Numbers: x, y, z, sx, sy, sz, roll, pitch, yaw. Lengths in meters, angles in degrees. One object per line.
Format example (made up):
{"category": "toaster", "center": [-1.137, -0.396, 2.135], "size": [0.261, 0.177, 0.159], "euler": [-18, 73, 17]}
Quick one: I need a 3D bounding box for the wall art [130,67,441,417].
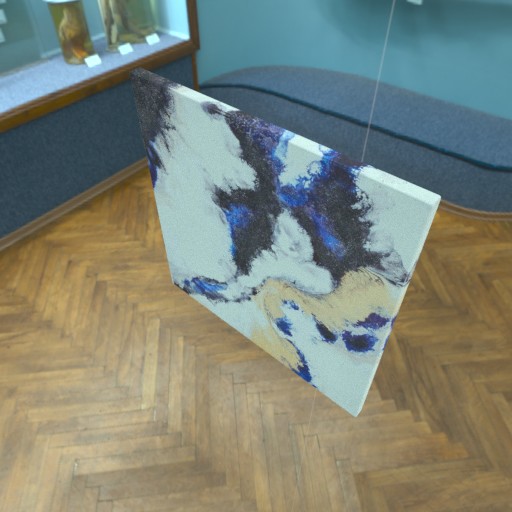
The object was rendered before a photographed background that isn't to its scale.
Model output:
{"category": "wall art", "center": [0.000, 0.000, 1.337], "size": [0.887, 0.885, 0.038], "euler": [32, 53, 27]}
